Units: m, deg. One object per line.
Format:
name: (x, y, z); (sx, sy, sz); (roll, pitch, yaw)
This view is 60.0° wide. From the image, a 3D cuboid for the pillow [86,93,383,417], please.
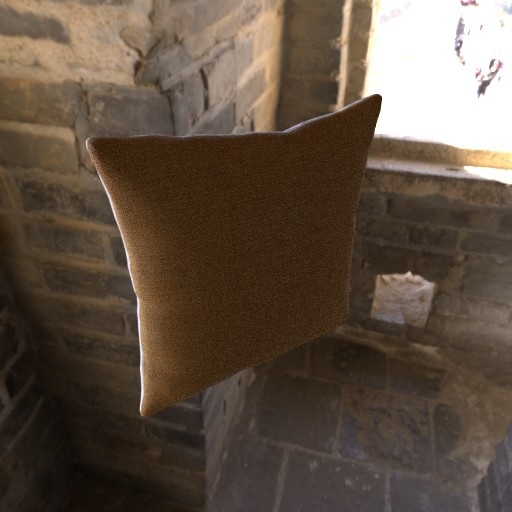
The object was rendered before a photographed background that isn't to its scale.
pillow: (0.000, 0.000, 0.673); (0.432, 0.437, 0.147); (-20, 37, -28)
